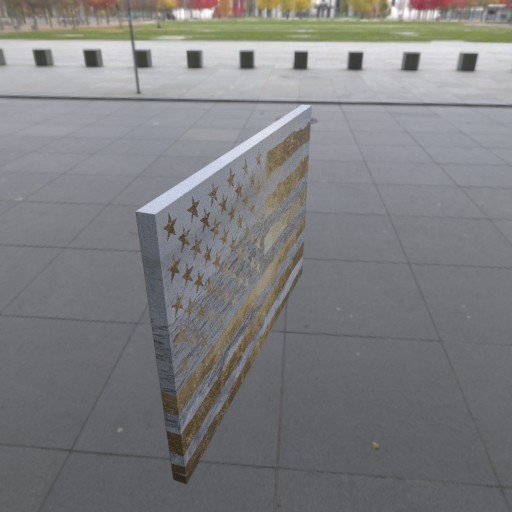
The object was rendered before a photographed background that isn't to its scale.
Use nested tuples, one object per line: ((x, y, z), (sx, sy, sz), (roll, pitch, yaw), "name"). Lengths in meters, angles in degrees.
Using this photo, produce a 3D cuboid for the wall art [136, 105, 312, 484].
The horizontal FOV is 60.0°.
((0.000, 0.000, 1.448), (0.041, 0.762, 1.145), (10, 30, 18), "wall art")
